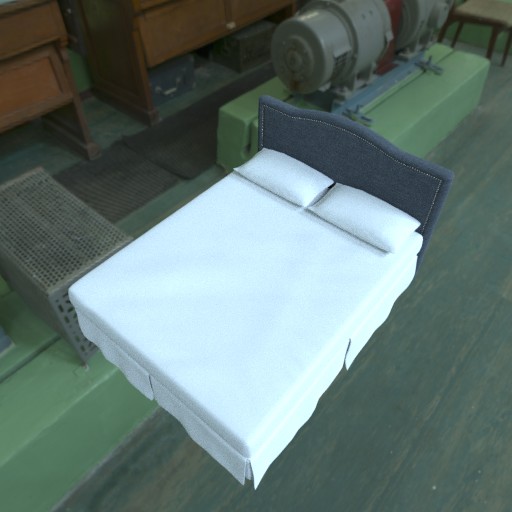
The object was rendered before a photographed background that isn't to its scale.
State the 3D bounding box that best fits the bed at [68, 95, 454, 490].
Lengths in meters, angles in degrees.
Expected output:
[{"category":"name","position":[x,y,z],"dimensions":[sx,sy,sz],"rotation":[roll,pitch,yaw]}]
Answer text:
[{"category":"bed","position":[0.000,0.000,3.870],"dimensions":[2.161,1.457,2.689],"rotation":[32,55,26]}]
